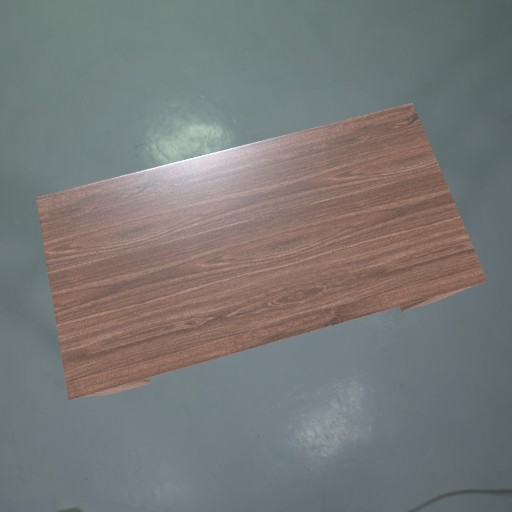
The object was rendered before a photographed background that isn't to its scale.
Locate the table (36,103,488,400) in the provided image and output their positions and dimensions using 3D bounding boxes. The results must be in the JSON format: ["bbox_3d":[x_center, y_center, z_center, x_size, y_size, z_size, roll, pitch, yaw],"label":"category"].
[{"bbox_3d":[0.000,0.000,1.486,1.200,0.400,0.600,-15,76,-4],"label":"table"}]
